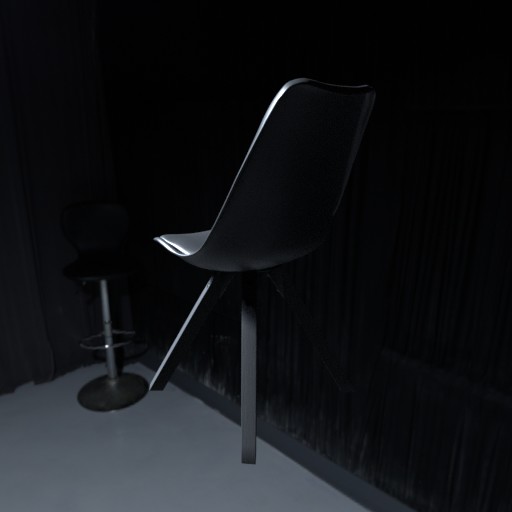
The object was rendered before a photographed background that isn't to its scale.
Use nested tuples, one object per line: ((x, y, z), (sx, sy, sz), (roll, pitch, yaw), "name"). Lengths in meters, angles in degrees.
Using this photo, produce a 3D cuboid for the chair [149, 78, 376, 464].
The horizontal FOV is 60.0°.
((0.000, 0.000, 1.198), (0.485, 0.850, 0.530), (-16, 23, -42), "chair")
